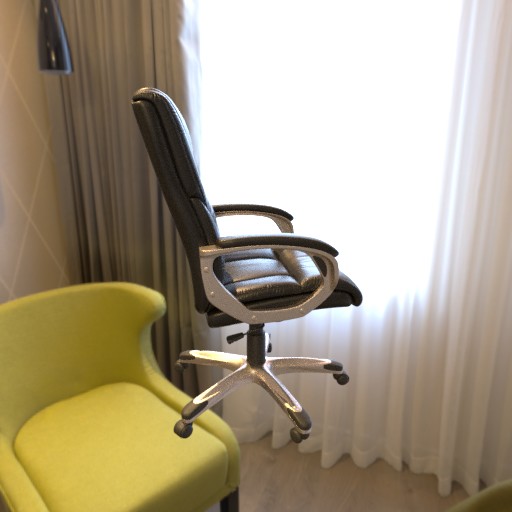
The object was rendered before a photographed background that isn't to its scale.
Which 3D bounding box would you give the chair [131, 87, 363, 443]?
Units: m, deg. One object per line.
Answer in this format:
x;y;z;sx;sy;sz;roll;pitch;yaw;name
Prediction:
0.000;0.000;1.634;0.780;1.145;0.700;-3;17;-10;chair
